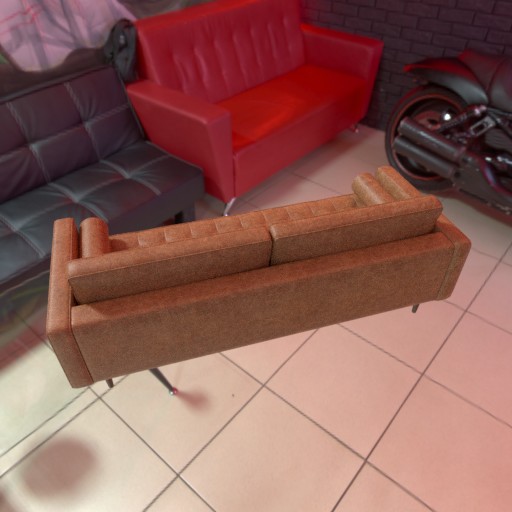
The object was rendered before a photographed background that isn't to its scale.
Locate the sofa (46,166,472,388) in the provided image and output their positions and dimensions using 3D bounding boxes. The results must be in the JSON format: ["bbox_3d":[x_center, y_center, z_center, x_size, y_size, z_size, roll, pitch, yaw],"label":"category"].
[{"bbox_3d":[0.000,0.000,2.606,2.200,0.770,0.919,-11,42,-13],"label":"sofa"}]
